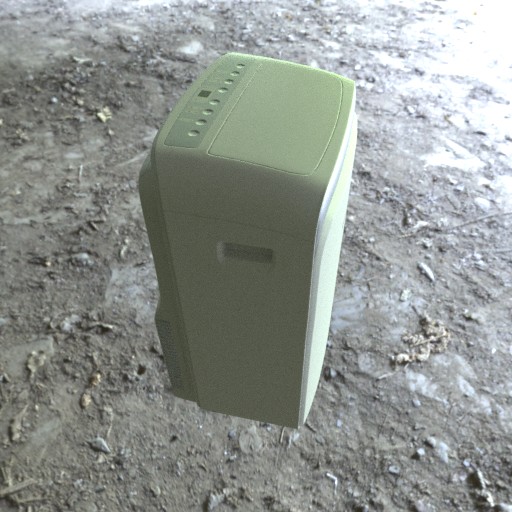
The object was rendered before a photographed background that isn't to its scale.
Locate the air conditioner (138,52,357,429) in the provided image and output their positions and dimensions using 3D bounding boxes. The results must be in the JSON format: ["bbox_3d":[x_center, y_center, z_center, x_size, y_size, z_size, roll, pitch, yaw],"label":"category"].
[{"bbox_3d":[0.000,0.000,0.940,0.365,0.700,0.454,11,48,10],"label":"air conditioner"}]
